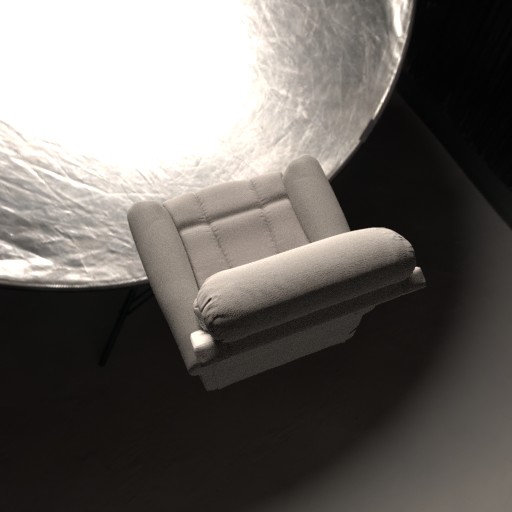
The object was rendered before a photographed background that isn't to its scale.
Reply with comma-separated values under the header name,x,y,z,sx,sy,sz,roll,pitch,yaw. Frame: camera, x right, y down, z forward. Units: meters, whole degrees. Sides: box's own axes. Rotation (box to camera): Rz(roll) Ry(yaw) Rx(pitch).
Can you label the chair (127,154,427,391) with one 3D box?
name,x,y,z,sx,sy,sz,roll,pitch,yaw
chair,0.000,0.000,1.747,0.871,1.031,0.979,-18,59,-11
